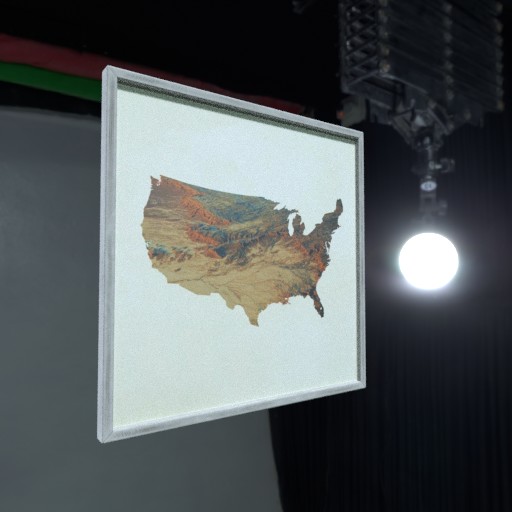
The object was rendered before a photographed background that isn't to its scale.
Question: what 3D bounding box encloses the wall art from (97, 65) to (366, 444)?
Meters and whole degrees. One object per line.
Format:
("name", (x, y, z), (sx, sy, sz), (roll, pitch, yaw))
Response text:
("wall art", (0.000, 0.000, 0.445), (0.303, 0.303, 0.015), (2, -3, -35))
